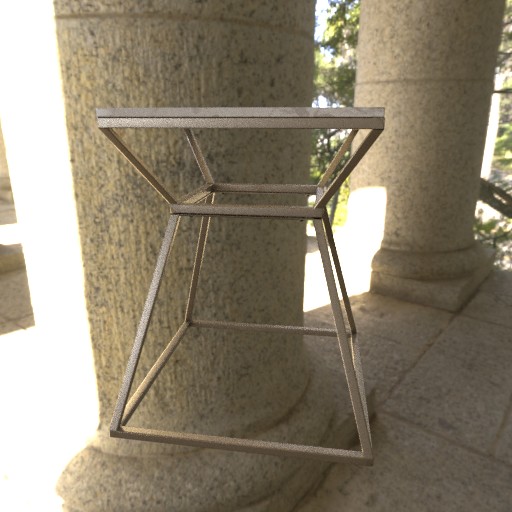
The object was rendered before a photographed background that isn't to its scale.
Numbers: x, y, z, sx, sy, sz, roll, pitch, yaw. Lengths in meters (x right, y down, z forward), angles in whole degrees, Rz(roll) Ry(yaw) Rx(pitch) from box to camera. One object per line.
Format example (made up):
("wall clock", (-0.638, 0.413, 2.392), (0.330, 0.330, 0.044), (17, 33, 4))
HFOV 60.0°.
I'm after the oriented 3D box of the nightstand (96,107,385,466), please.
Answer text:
("nightstand", (0.000, 0.000, 0.882), (0.455, 0.554, 0.455), (3, 18, 8))
